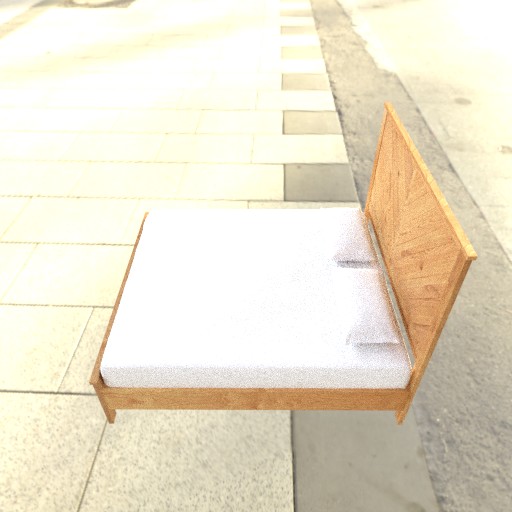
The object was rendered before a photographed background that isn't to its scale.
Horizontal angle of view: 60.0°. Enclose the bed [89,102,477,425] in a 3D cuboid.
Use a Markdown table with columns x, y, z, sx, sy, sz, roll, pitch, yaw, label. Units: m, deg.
| x | y | z | sx | sy | sz | roll | pitch | yaw | label |
| --- | --- | --- | --- | --- | --- | --- | --- | --- | --- |
| 0.000 | 0.000 | 3.480 | 2.201 | 1.686 | 1.936 | 0 | 41 | 0 | bed |
